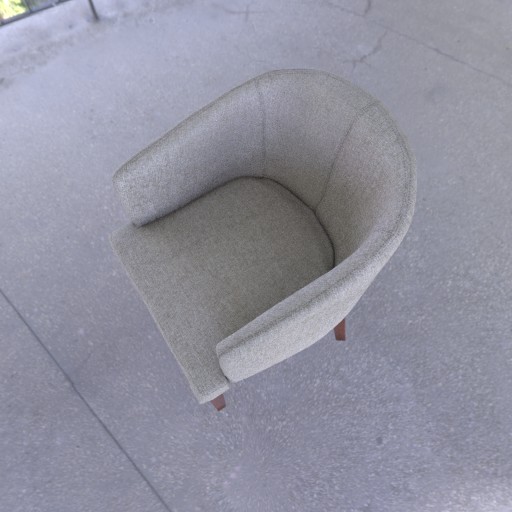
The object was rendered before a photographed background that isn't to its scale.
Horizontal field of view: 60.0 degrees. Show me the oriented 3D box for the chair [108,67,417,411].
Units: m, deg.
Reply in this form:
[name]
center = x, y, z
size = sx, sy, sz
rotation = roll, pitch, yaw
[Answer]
[chair]
center = 0.000, 0.000, 1.234
size = 0.655, 0.811, 0.583
rotation = -30, 68, -14
